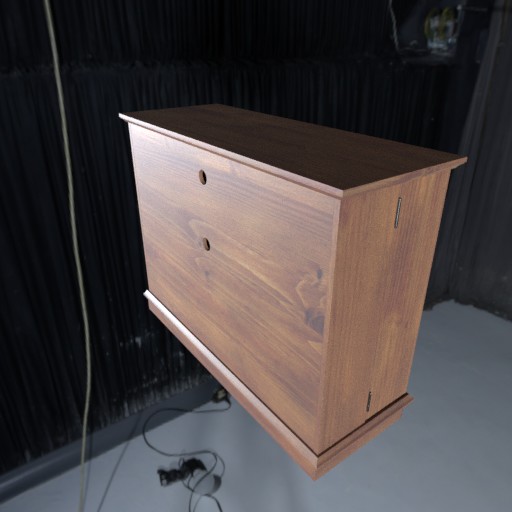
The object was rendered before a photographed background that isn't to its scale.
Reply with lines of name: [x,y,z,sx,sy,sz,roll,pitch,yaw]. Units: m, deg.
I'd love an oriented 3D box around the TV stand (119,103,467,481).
TV stand: [0.000,0.000,1.465,0.406,0.813,1.067,-18,32,-32]
